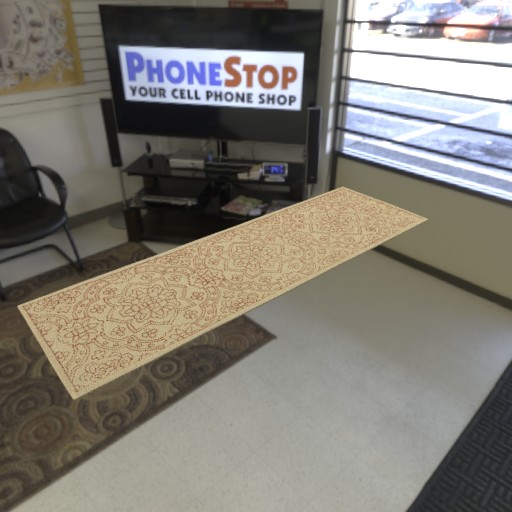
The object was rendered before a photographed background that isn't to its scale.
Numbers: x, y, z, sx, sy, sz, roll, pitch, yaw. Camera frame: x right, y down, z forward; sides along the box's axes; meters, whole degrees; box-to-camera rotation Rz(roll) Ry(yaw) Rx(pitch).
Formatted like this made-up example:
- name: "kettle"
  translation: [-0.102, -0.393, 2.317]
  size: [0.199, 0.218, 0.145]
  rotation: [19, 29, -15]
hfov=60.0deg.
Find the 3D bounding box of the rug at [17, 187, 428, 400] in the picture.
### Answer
- name: "rug"
  translation: [0.000, 0.000, 2.614]
  size: [2.448, 0.012, 0.769]
  rotation: [-23, 38, -33]
